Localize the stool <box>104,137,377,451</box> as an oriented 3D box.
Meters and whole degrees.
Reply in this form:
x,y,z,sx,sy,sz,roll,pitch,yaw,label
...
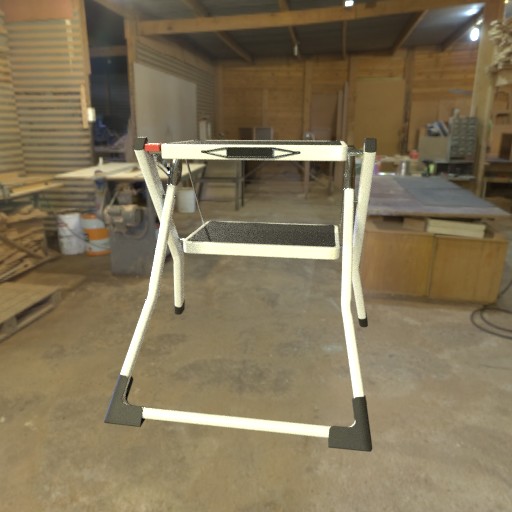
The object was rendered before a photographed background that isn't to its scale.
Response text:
x,y,z,sx,sy,sz,roll,pitch,yaw,label
0.000,0.000,0.856,0.485,0.445,0.490,3,17,9,stool
